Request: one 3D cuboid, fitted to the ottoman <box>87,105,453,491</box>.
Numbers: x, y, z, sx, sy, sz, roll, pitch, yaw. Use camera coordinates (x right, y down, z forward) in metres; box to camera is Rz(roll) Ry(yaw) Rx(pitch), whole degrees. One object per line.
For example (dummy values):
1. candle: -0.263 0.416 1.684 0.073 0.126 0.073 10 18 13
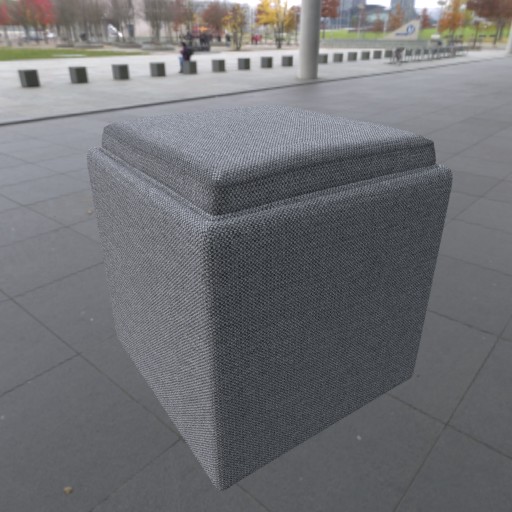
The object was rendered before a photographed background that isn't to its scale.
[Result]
1. ottoman: 0.000 0.000 0.810 0.436 0.487 0.454 -17 31 -30
